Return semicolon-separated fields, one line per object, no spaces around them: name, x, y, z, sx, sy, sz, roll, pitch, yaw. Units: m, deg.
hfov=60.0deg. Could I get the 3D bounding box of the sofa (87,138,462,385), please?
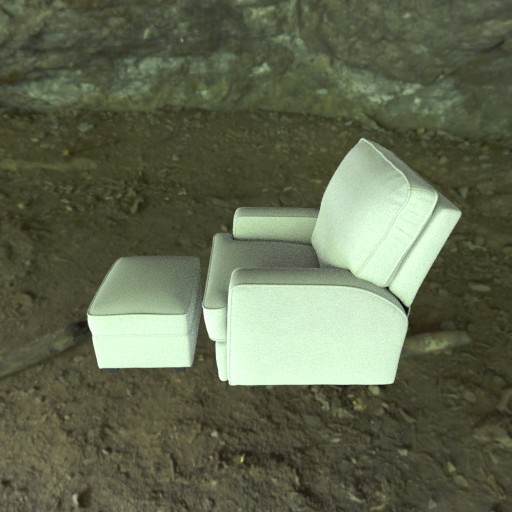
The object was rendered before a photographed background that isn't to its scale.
sofa;0.000;0.000;2.067;1.472;0.959;0.861;0;27;-1
